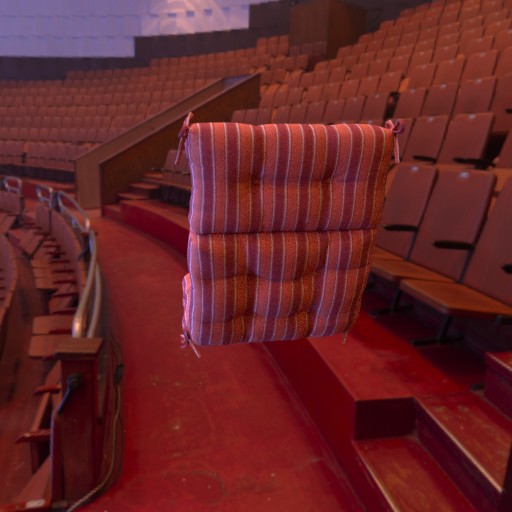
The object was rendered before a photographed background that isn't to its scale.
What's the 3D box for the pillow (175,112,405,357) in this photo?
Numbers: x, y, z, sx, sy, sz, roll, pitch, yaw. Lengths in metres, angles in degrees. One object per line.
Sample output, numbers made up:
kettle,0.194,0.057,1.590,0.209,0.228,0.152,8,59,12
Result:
pillow,0.000,0.000,1.513,0.526,0.863,1.016,-2,14,-9
